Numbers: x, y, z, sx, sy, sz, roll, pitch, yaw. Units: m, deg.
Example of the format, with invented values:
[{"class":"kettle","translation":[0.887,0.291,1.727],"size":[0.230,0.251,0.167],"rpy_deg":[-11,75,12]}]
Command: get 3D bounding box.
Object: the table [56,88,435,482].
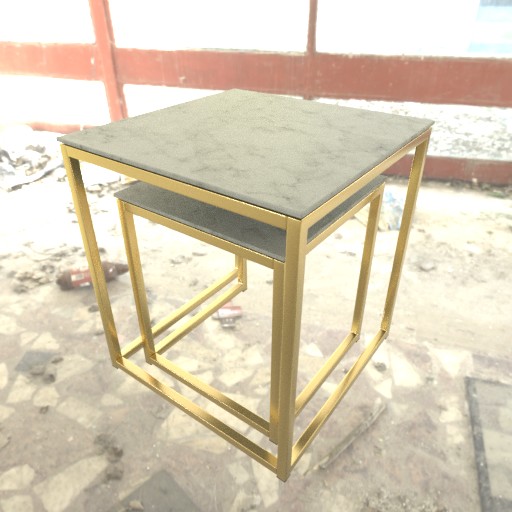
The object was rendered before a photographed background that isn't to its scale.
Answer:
[{"class":"table","translation":[0.000,0.000,0.868],"size":[0.450,0.500,0.450],"rpy_deg":[21,38,30]}]
